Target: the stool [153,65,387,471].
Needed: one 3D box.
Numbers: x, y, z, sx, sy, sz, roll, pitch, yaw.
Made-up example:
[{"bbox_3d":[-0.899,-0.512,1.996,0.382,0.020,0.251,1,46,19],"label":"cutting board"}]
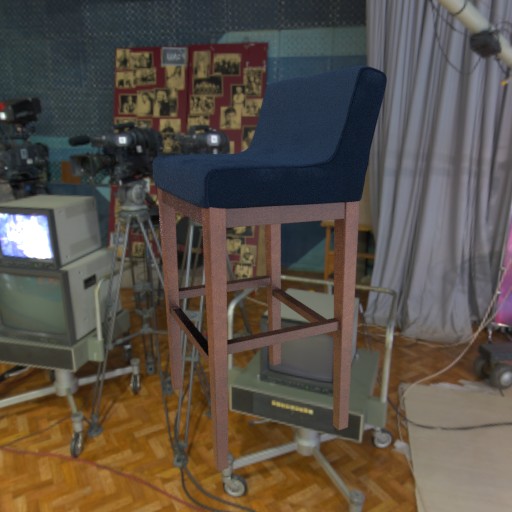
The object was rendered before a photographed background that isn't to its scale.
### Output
[{"bbox_3d":[0.000,0.000,1.340,0.500,1.037,0.511,-7,18,-25],"label":"stool"}]
